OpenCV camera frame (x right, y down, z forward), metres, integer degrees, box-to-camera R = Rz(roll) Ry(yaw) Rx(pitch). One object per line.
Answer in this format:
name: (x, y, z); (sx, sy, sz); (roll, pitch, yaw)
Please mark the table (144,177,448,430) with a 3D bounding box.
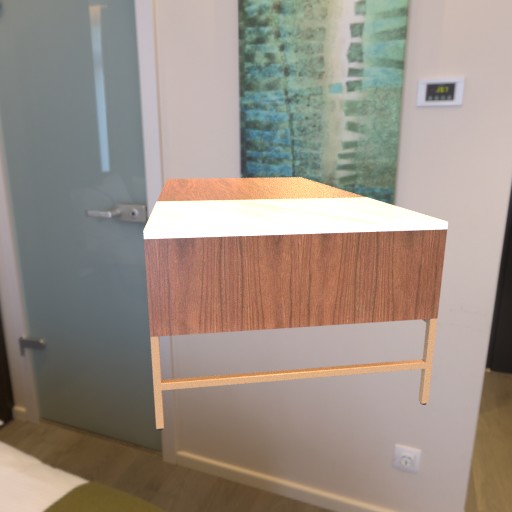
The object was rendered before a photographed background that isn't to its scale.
table: (0.000, 0.000, 1.931); (0.789, 0.551, 1.553); (-2, 15, -9)
